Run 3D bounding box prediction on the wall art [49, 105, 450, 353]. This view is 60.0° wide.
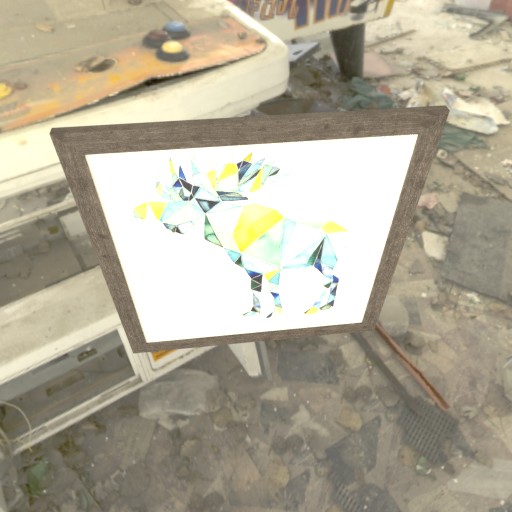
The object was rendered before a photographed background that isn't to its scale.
[{"bbox_3d":[0.000,0.000,0.673,0.457,0.457,0.013,-5,47,-4],"label":"wall art"}]
